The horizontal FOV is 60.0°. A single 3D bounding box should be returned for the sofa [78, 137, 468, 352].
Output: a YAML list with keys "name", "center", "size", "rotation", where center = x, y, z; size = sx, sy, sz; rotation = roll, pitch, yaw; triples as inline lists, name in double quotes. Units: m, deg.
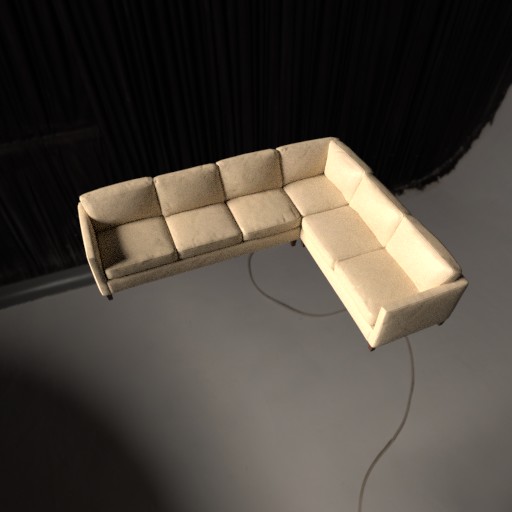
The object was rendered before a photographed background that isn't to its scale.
- name: "sofa"
  center: [0.000, 0.000, 4.681]
  size: [3.302, 0.947, 2.593]
  rotation: [-16, 50, -14]
